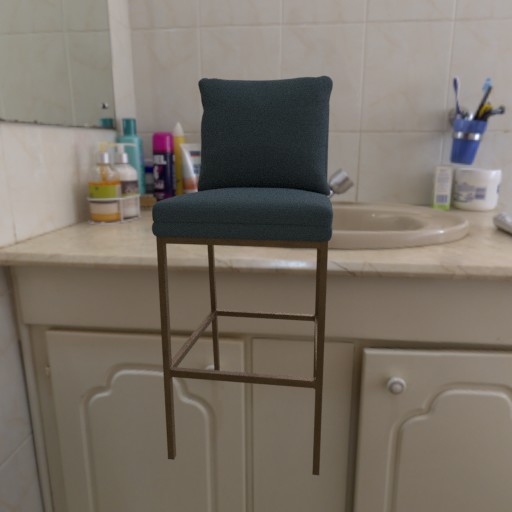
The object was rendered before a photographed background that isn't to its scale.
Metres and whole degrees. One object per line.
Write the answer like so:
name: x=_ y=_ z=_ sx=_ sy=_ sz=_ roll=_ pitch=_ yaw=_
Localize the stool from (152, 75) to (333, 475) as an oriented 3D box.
stool: x=0.000 y=0.000 z=1.406 sx=0.463 sy=1.124 sz=0.568 roll=2 pitch=13 yaw=9
